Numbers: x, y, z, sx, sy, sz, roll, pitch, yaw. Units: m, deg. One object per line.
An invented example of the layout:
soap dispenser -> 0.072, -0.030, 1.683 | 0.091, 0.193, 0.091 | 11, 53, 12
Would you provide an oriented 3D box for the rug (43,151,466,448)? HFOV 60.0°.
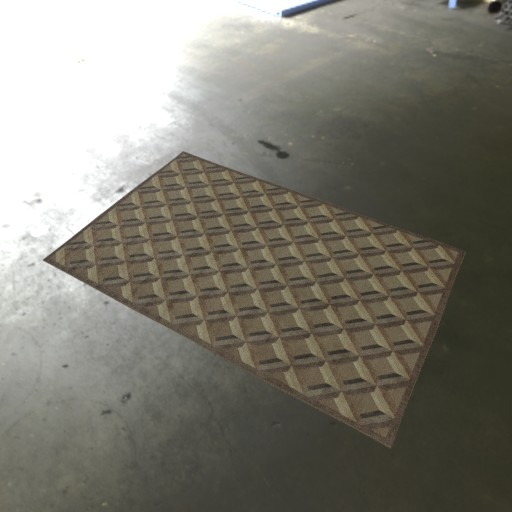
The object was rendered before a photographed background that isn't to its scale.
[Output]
rug -> 0.000, 0.000, 2.073 | 1.677, 0.011, 1.066 | 23, 50, 21
